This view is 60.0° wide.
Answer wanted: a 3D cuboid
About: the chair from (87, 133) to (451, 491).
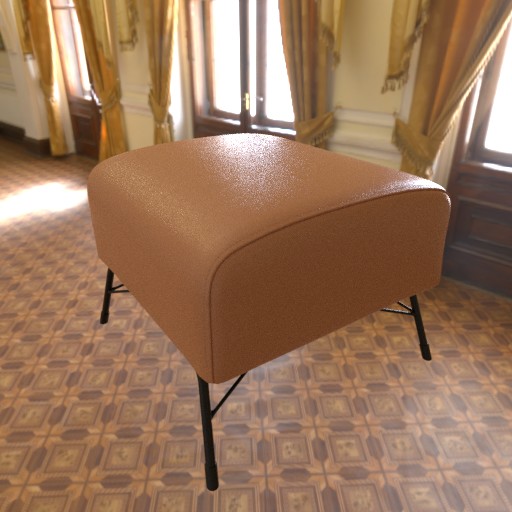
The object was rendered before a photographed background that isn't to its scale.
[{"bbox_3d":[0.000,0.000,0.888,0.530,0.410,0.530,-17,31,-31],"label":"chair"}]
